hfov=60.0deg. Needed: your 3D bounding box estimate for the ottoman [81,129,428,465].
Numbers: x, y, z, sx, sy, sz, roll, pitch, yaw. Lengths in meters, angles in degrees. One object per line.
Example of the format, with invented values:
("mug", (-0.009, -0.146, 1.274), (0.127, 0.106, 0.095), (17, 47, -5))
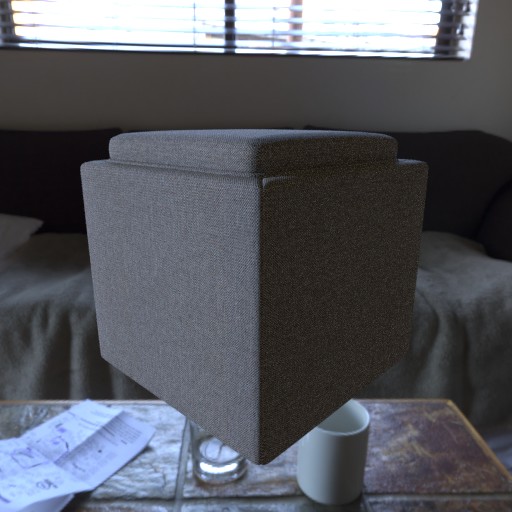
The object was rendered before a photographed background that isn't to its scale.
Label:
("ottoman", (0.000, 0.000, 0.838), (0.450, 0.460, 0.450), (15, 22, 41))
